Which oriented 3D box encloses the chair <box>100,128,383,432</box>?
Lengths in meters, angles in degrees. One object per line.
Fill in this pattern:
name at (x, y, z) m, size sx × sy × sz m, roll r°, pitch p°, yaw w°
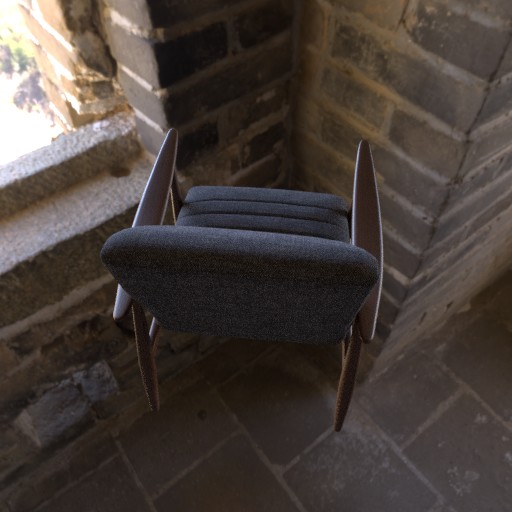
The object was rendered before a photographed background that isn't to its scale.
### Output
chair at (0.000, 0.000, 1.404) m, size 0.741 × 0.832 × 0.798 m, roll 4°, pitch 48°, yaw 4°
